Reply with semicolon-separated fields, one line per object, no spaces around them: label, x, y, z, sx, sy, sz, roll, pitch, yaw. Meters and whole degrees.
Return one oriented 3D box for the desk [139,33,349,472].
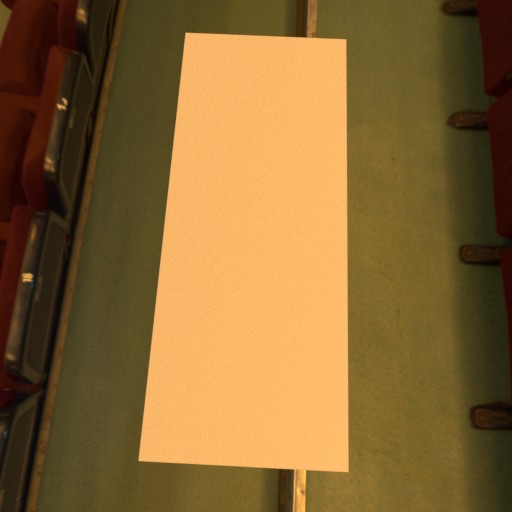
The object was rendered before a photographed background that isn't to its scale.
desk;0.000;0.000;1.728;0.559;0.774;1.372;3;75;1
